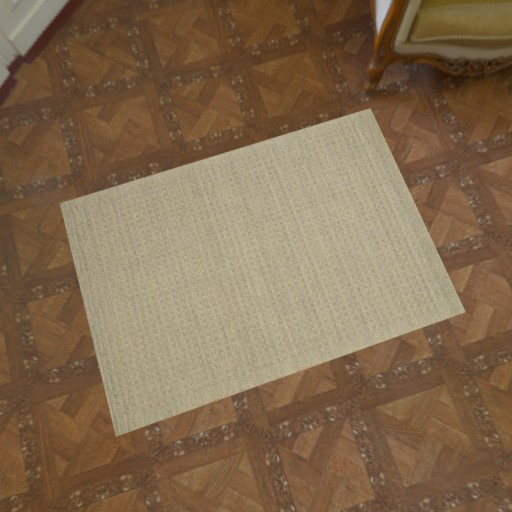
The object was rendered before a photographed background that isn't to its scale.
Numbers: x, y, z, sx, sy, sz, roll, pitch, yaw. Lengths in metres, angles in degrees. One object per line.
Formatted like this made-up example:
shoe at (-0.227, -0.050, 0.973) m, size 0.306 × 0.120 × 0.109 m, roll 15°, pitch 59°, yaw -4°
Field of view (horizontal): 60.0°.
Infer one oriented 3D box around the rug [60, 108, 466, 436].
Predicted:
rug at (0.000, 0.000, 3.697) m, size 2.895 × 0.006 × 1.981 m, roll -18°, pitch 75°, yaw -5°
